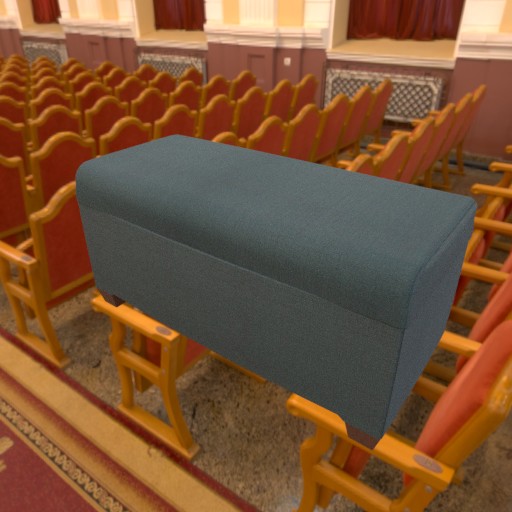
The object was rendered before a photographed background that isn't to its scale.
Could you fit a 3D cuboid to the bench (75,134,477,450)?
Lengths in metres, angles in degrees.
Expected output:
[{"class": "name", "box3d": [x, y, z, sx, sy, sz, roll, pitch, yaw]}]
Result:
[{"class": "bench", "box3d": [0.000, 0.000, 1.233, 0.995, 0.474, 0.476, 20, 35, 31]}]
